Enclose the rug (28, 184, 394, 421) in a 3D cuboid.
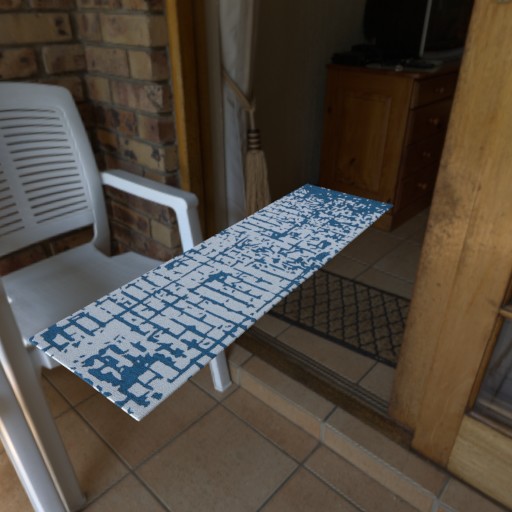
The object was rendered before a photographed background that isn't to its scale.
[{"bbox_3d":[0.000,0.000,2.645,0.750,0.011,2.435,20,35,31],"label":"rug"}]
